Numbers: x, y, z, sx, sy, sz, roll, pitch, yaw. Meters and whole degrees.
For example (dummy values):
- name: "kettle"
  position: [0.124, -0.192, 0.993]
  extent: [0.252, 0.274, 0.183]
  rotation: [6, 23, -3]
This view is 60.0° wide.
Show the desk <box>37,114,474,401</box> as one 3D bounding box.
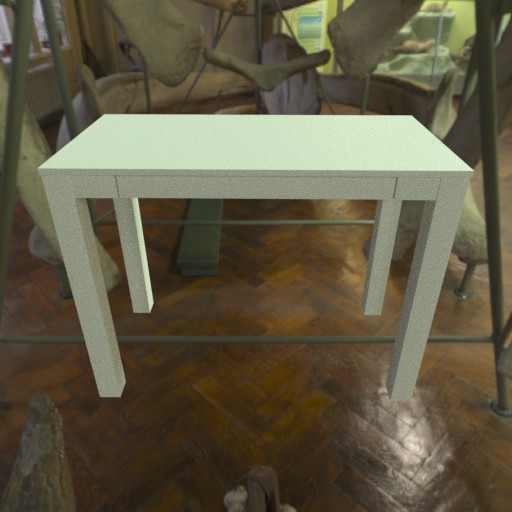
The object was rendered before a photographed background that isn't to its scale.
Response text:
- name: "desk"
  position: [0.000, 0.000, 1.415]
  extent: [0.990, 0.762, 0.497]
  rotation: [0, 31, 1]
